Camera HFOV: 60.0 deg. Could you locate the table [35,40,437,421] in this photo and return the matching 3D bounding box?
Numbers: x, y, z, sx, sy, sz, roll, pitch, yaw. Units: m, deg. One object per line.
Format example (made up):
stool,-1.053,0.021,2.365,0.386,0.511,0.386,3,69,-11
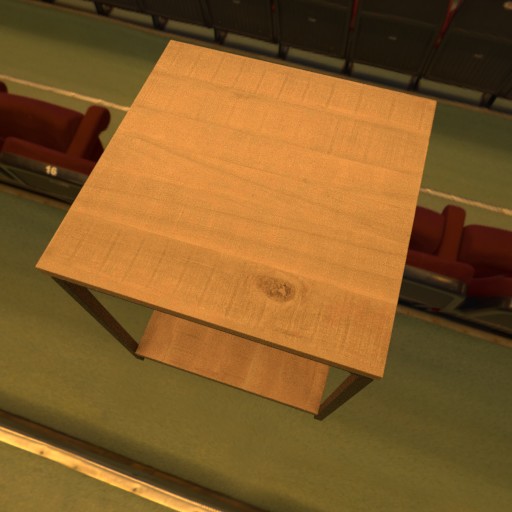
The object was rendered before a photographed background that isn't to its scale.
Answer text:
table,0.000,0.000,0.975,0.507,0.589,0.503,16,65,8
